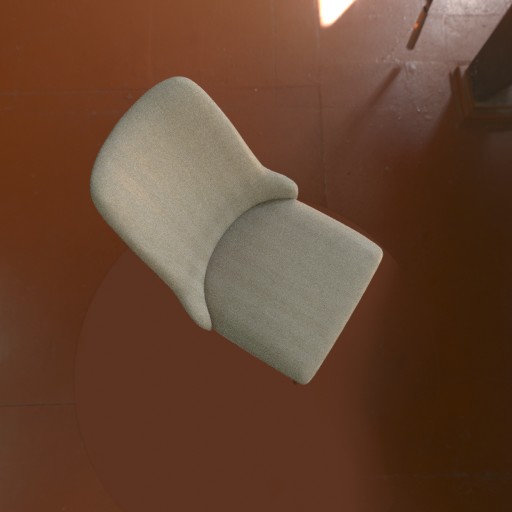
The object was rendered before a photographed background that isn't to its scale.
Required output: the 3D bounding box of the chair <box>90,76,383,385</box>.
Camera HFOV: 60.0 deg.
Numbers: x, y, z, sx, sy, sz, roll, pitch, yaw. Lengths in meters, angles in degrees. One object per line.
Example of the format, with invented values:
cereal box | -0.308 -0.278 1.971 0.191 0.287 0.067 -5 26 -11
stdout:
chair | 0.000 0.000 1.323 0.684 0.917 0.526 32 78 7
